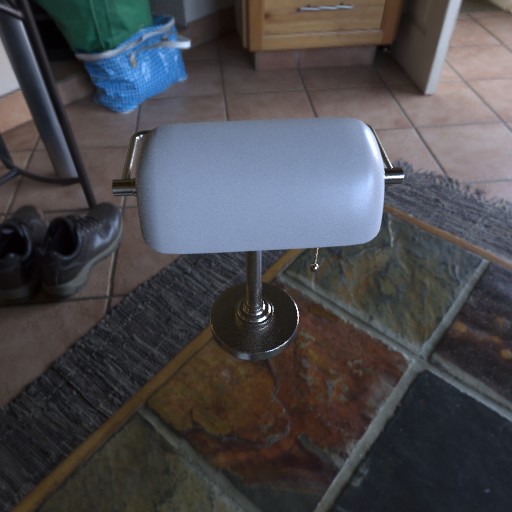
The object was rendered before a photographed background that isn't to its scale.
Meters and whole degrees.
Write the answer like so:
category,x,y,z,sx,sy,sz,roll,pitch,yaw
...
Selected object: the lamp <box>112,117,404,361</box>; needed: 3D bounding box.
category,x,y,z,sx,sy,sz,roll,pitch,yaw
lamp,0.000,0.000,0.557,0.269,0.404,0.227,-3,46,-3
